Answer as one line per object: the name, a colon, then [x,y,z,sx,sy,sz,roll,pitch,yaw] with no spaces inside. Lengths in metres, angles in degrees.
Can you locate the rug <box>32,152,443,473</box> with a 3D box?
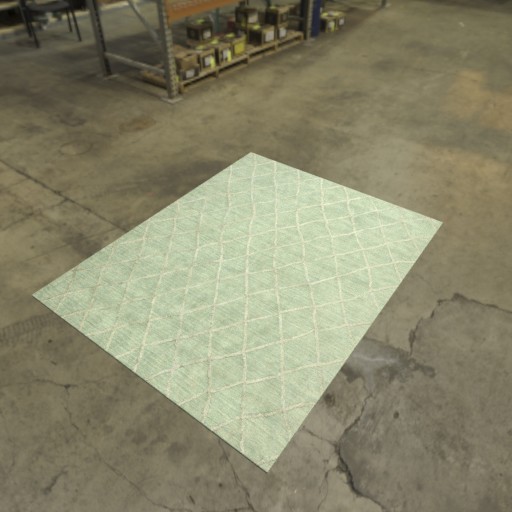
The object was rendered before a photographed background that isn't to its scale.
rug: [0.000,0.000,4.077,2.420,0.019,3.039,26,48,26]
